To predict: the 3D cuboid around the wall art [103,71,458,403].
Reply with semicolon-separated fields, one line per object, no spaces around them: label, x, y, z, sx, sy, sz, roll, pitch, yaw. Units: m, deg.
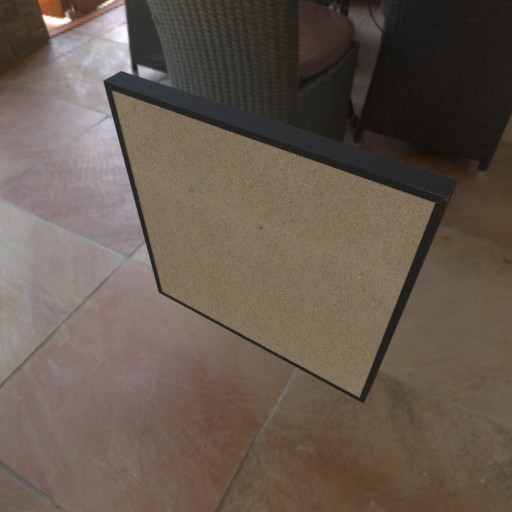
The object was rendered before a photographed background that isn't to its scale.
wall art;0.000;0.000;0.762;0.508;0.508;0.038;25;52;21
